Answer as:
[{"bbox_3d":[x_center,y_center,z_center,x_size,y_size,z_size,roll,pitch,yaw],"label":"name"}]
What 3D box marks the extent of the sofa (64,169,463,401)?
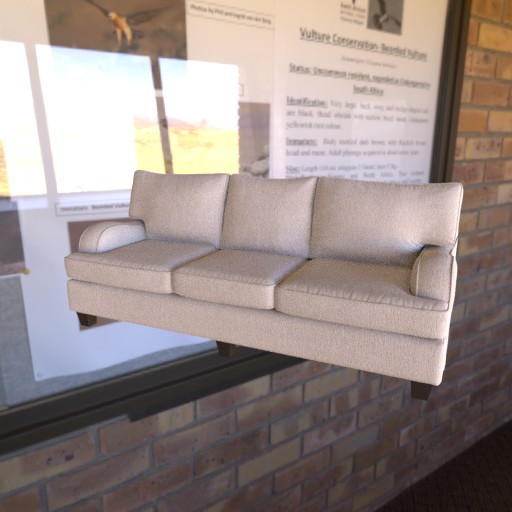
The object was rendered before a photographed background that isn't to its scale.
[{"bbox_3d":[0.000,0.000,2.815,2.323,0.991,1.016,7,16,23],"label":"sofa"}]
